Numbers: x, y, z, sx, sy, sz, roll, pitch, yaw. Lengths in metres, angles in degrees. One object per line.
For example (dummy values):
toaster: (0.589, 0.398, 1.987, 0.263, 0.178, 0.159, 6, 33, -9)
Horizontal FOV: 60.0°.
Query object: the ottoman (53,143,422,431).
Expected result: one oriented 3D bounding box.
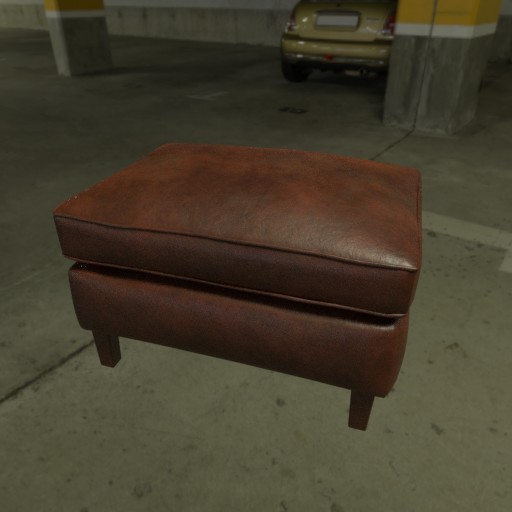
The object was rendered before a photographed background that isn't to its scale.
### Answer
ottoman: (0.000, 0.000, 0.991, 0.665, 0.432, 0.501, 9, 32, 15)
